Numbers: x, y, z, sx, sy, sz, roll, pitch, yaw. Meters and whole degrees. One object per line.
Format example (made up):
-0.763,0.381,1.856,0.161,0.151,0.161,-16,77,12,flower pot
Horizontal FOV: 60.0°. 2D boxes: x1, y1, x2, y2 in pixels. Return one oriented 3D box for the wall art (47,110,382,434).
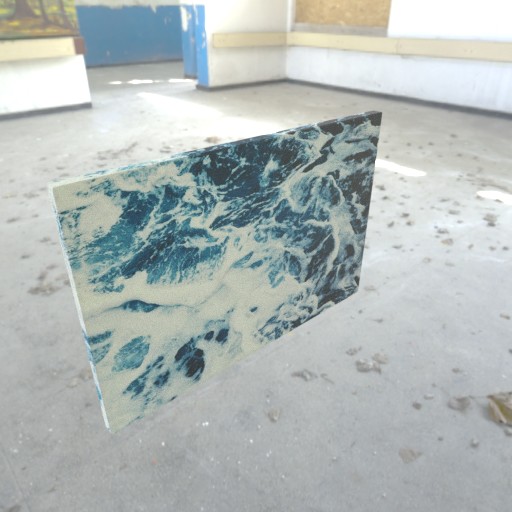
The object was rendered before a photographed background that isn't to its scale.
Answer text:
0.000,0.000,1.916,1.524,1.017,0.055,-23,37,-35,wall art
